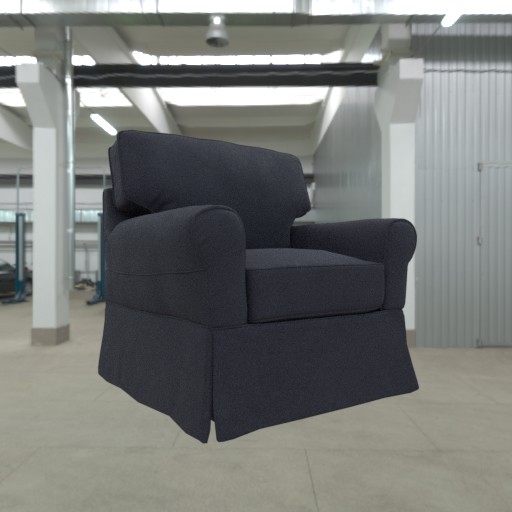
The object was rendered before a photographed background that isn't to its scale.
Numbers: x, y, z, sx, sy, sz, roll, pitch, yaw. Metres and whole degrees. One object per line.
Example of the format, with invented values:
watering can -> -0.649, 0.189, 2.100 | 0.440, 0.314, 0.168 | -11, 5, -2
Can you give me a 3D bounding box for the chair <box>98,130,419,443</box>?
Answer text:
chair -> 0.000, 0.000, 1.949 | 1.119, 1.140, 1.002 | 0, 0, -34
